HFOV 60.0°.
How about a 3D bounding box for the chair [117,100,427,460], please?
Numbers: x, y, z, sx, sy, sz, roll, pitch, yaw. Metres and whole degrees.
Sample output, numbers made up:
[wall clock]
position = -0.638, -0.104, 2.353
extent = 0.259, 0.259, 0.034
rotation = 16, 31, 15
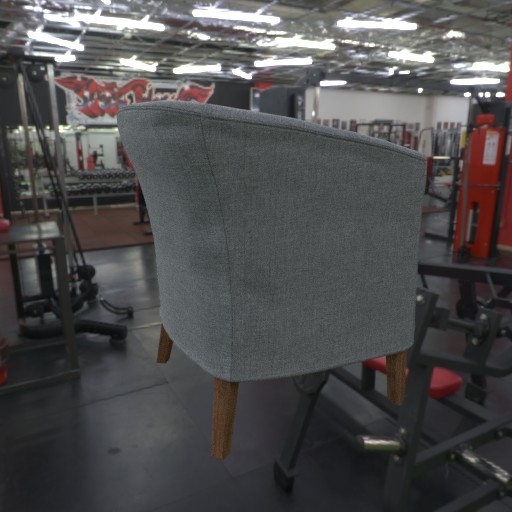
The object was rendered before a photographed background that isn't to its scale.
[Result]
[chair]
position = 0.000, 0.000, 1.224
extent = 0.668, 0.771, 0.600
rotation = -7, 16, -26
